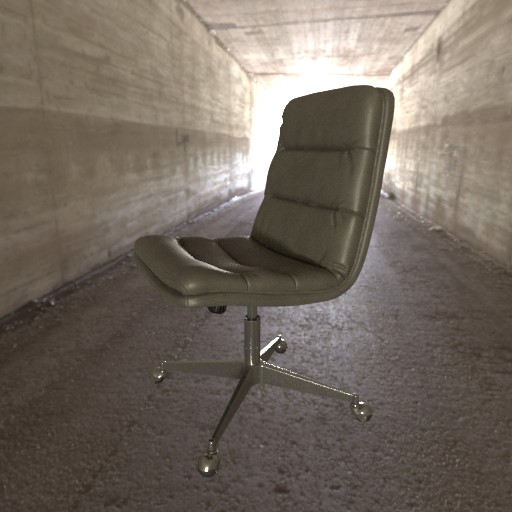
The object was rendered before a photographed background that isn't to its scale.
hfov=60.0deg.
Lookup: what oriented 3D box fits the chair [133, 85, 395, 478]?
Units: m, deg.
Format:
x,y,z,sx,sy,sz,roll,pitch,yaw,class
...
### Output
x,y,z,sx,sy,sz,roll,pitch,yaw,class
0.000,0.000,1.012,0.485,0.738,0.422,-7,16,-27,chair
